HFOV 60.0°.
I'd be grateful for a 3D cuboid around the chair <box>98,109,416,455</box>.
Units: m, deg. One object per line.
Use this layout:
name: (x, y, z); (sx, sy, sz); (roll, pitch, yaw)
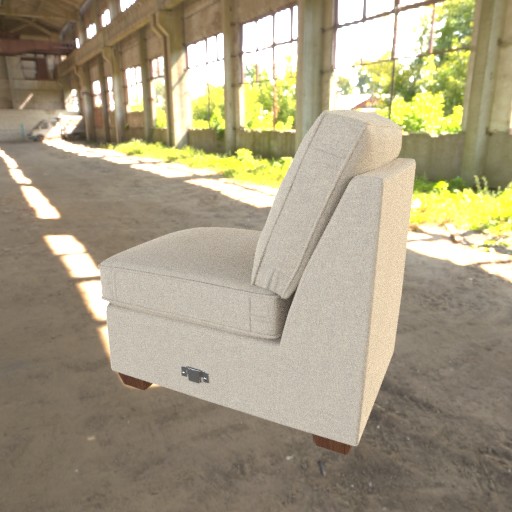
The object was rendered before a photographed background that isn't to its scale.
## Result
chair: (0.000, 0.000, 1.560); (0.938, 0.970, 0.621); (8, 19, 25)
